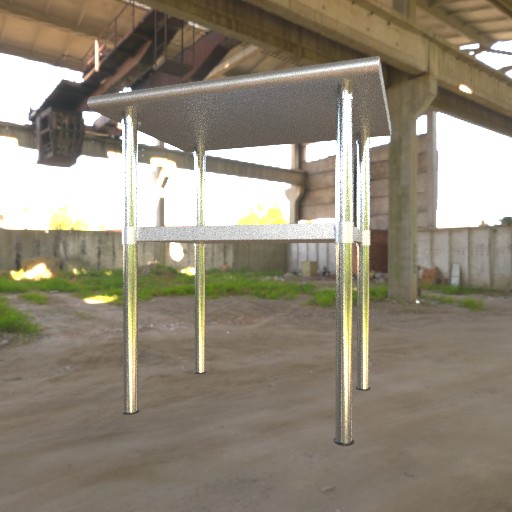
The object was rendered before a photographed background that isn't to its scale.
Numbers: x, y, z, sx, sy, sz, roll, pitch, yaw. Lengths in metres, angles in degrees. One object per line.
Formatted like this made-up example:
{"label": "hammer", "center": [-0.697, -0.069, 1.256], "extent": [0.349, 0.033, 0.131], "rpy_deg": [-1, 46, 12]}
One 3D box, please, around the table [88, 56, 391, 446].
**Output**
{"label": "table", "center": [0.000, 0.000, 1.352], "extent": [0.762, 0.876, 0.584], "rpy_deg": [0, 1, 19]}
